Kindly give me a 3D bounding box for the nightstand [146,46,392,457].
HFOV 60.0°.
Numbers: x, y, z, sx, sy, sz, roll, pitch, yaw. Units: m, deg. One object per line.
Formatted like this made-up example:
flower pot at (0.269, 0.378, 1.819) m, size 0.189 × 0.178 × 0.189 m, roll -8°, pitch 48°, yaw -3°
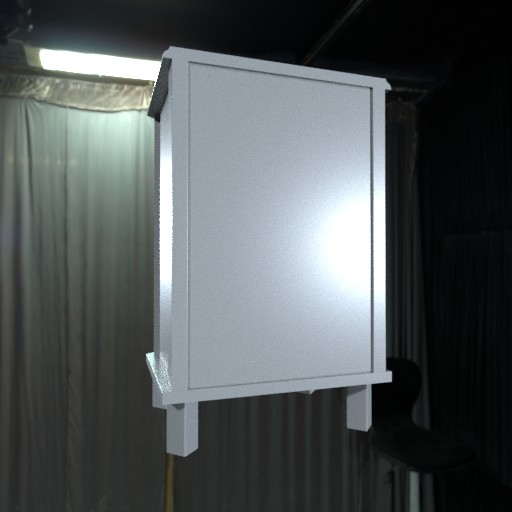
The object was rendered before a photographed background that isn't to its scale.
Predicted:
nightstand at (0.000, 0.000, 0.949) m, size 0.435 × 0.680 × 0.348 m, roll 0°, pitch -1°, yaw -18°
